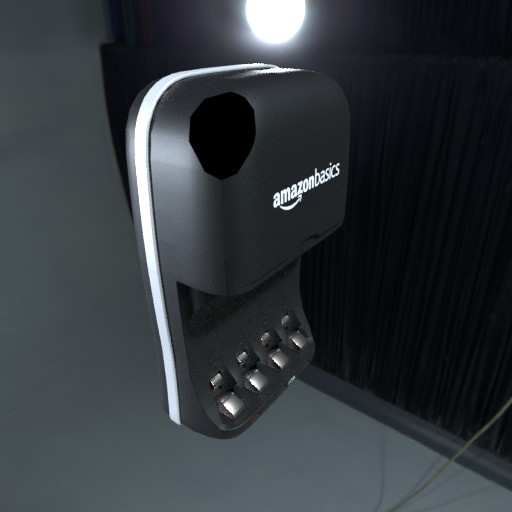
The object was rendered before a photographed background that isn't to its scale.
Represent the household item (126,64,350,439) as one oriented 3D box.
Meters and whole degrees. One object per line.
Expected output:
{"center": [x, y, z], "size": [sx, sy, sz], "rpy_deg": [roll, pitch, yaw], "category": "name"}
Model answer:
{"center": [0.000, 0.000, 0.146], "size": [0.038, 0.114, 0.070], "rpy_deg": [19, 33, 32], "category": "household item"}
